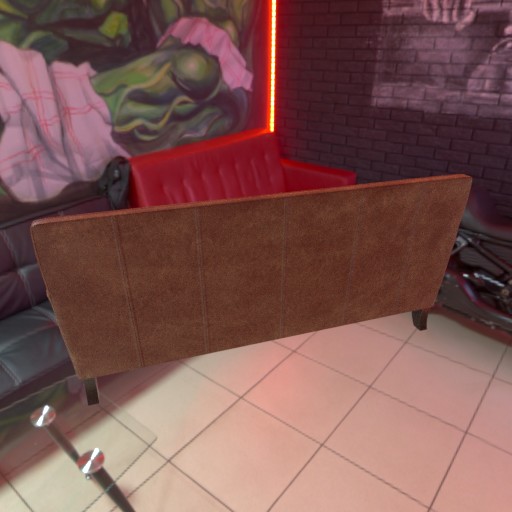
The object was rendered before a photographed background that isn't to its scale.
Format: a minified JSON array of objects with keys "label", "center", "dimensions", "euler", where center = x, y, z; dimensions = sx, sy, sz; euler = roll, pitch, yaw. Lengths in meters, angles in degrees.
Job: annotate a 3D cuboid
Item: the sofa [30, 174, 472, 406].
[{"label":"sofa","center":[0.000,0.000,2.465],"dimensions":[2.053,0.947,0.805],"euler":[-8,27,-17]}]
